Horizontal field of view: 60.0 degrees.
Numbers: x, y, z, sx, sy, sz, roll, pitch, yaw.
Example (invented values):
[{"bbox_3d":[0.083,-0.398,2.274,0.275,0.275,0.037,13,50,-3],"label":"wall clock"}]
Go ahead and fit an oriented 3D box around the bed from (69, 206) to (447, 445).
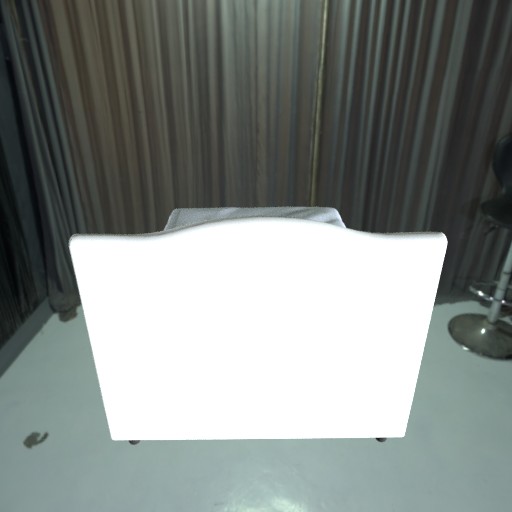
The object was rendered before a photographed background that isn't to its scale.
[{"bbox_3d":[0.000,0.000,3.250,1.753,1.460,2.143,0,28,-1],"label":"bed"}]
